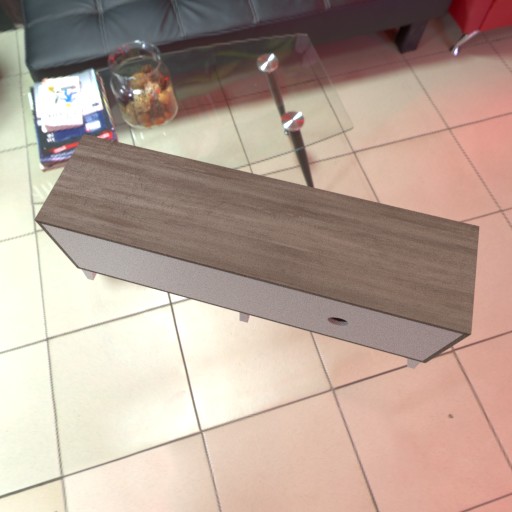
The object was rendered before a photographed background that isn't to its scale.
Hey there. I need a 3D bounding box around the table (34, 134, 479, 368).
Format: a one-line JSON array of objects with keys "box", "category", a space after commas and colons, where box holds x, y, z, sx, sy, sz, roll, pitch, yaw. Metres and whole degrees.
[{"box": [0.000, 0.000, 1.783, 1.500, 0.530, 0.400, 14, 65, 7], "category": "table"}]
